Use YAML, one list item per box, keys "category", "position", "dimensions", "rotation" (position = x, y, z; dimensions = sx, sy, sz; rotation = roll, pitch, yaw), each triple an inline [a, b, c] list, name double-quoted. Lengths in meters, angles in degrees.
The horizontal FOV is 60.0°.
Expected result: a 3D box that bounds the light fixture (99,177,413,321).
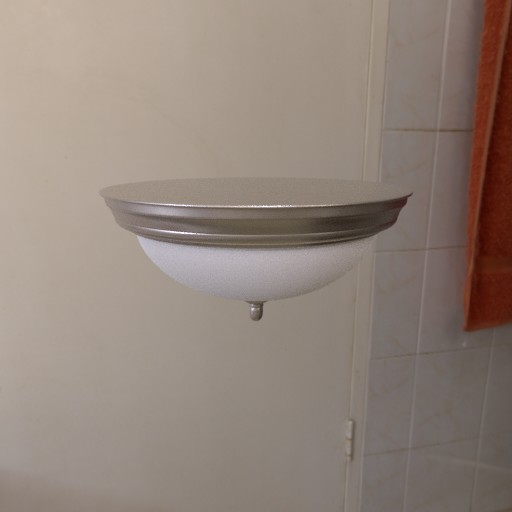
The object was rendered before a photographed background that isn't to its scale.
- category: "light fixture"
  position: [0.000, 0.000, 0.433]
  dimensions: [0.280, 0.135, 0.280]
  rotation: [0, 14, 0]
